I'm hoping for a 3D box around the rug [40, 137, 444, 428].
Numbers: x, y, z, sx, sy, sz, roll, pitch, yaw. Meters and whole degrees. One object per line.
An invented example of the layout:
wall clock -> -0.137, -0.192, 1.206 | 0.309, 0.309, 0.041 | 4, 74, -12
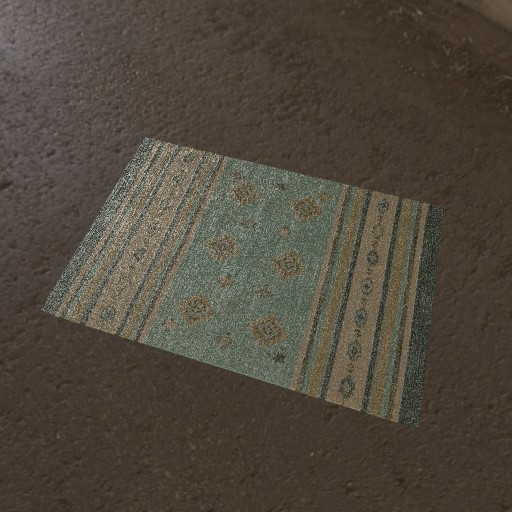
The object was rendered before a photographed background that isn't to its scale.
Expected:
rug -> 0.000, 0.000, 2.305 | 1.811, 0.010, 1.212 | 15, 61, 9
